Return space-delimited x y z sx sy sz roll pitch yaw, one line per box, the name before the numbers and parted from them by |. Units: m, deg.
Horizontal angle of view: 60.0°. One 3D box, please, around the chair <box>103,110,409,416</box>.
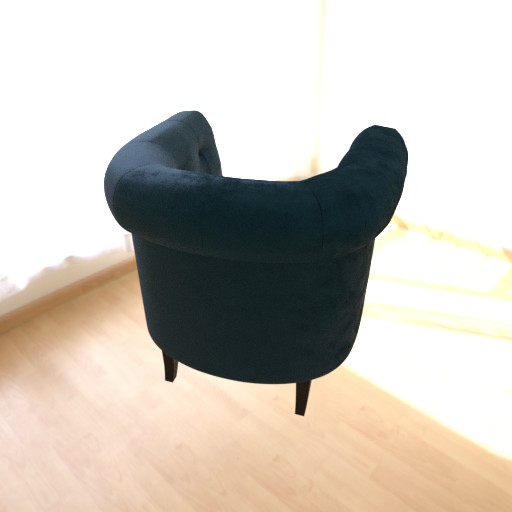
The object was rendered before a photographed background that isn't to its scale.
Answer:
chair | 0.000 0.000 1.551 0.904 0.826 0.851 9 33 15
